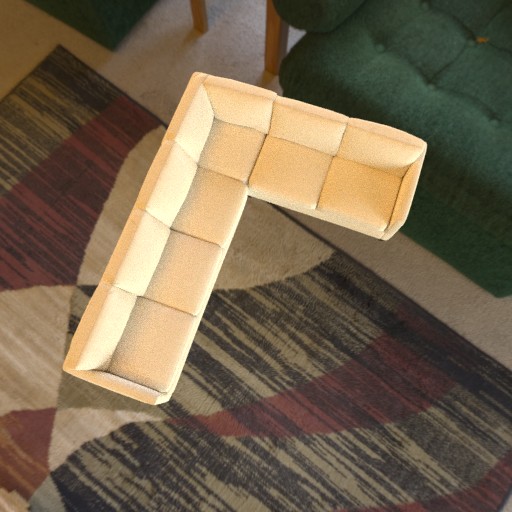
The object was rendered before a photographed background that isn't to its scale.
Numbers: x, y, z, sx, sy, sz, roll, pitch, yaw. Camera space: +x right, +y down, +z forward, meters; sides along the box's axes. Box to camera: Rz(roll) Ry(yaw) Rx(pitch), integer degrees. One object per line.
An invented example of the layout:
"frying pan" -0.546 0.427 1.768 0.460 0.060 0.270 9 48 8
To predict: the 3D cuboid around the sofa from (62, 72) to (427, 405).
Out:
"sofa" 0.000 0.000 4.443 2.593 0.947 3.302 19 76 5
